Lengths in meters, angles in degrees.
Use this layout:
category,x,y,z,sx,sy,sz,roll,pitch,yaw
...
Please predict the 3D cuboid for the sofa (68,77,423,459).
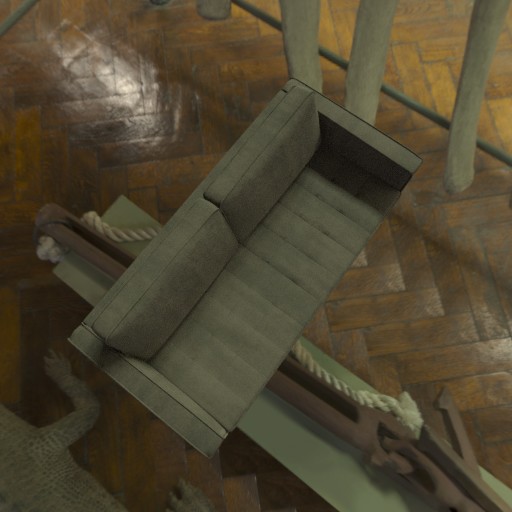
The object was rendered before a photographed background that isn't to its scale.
category,x,y,z,sx,sy,sz,roll,pitch,yaw
sofa,0.000,0.000,2.486,0.924,0.825,1.920,36,77,9
